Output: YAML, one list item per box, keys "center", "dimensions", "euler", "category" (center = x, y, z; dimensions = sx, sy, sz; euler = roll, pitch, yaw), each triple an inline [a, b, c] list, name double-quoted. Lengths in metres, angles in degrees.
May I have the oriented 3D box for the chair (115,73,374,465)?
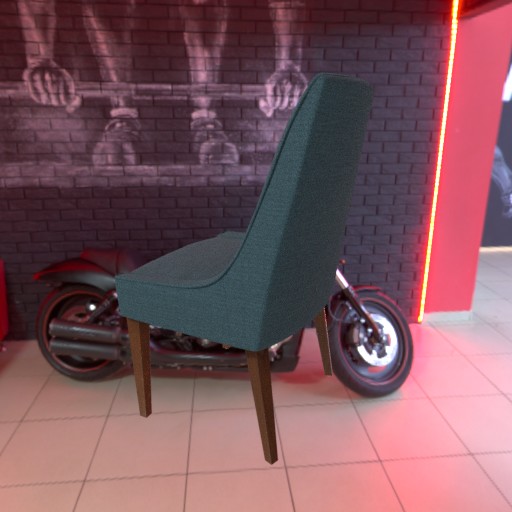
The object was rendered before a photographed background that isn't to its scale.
- center: [0.000, 0.000, 1.182]
  dimensions: [0.544, 0.861, 0.529]
  euler: [8, 19, 26]
  category: "chair"
